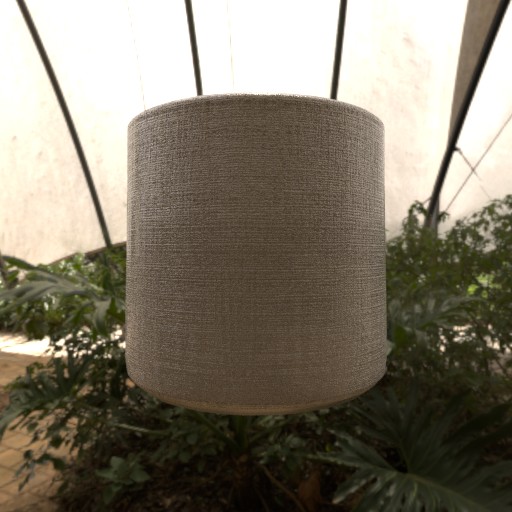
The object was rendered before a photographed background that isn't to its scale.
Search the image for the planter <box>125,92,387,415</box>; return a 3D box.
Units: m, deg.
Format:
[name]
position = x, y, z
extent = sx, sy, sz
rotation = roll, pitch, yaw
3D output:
[planter]
position = 0.000, 0.000, 0.283
extent = 0.160, 0.156, 0.160
rotation = 0, 1, 0
